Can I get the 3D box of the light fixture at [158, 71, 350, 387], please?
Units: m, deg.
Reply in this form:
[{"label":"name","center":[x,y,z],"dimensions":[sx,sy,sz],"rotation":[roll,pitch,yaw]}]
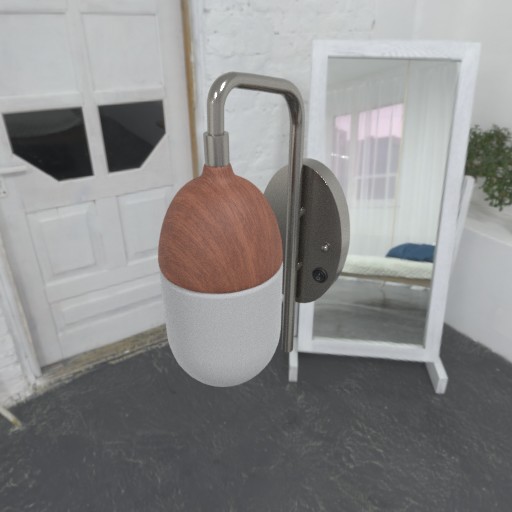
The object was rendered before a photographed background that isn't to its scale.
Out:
[{"label":"light fixture","center":[0.000,0.000,0.435],"dimensions":[0.108,0.343,0.216],"rotation":[18,34,29]}]
